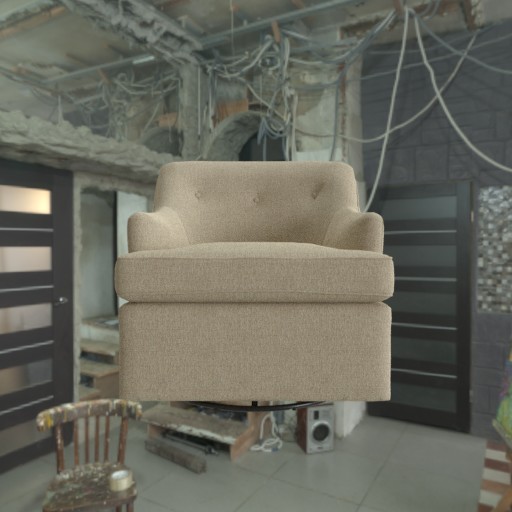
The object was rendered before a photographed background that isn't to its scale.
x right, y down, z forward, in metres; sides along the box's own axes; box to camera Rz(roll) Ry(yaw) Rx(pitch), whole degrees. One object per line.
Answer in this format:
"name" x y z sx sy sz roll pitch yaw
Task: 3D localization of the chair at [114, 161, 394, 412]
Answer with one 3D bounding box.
"chair" 0.000 0.000 1.648 0.864 0.856 0.923 0 1 0
